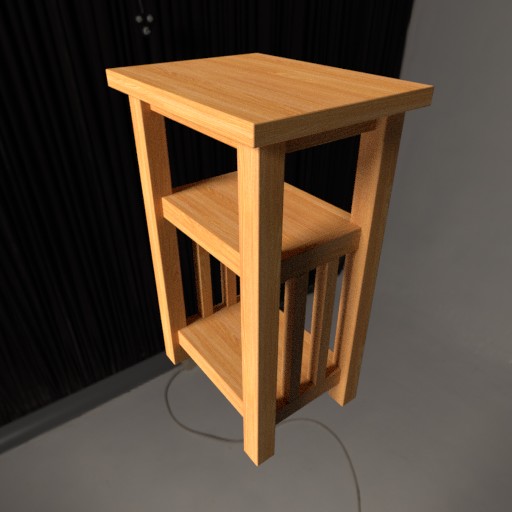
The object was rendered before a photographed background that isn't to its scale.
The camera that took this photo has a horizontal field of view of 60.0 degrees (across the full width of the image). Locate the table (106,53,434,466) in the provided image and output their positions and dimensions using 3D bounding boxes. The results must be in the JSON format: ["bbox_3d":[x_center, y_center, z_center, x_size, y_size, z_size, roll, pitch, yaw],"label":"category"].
[{"bbox_3d":[0.000,0.000,0.723,0.270,0.550,0.350,-22,38,-31],"label":"table"}]
